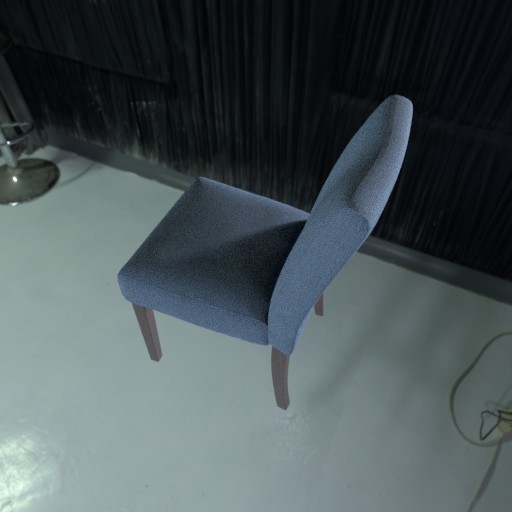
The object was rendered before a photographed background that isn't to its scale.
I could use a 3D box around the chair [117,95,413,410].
[{"bbox_3d":[0.000,0.000,1.263,0.629,0.882,0.487,17,50,15],"label":"chair"}]
